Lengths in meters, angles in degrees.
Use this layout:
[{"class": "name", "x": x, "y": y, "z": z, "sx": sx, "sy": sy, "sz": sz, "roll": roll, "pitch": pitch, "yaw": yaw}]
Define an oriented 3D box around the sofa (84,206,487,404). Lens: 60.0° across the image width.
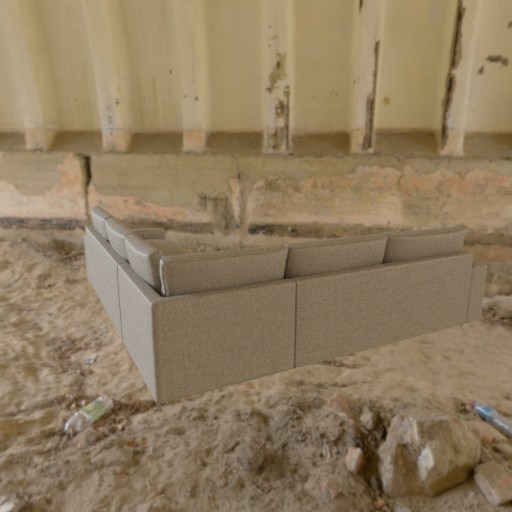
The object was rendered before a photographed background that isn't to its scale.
[{"class": "sofa", "x": 0.000, "y": 0.000, "z": 4.036, "sx": 2.622, "sy": 0.800, "sz": 2.742, "roll": -7, "pitch": 16, "yaw": -27}]
